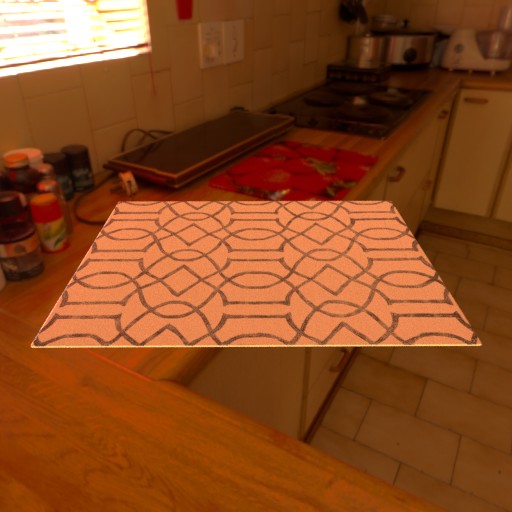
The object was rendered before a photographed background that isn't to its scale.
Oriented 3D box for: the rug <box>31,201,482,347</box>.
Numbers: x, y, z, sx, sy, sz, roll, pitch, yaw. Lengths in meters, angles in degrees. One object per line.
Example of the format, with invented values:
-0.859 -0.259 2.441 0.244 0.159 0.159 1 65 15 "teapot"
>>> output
0.000 0.000 3.788 2.910 0.021 2.211 0 32 0 "rug"
